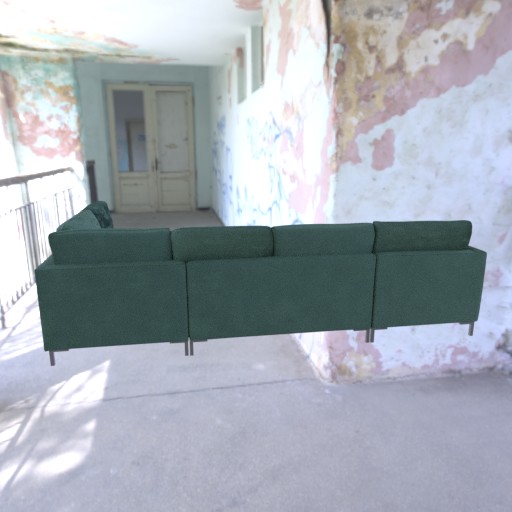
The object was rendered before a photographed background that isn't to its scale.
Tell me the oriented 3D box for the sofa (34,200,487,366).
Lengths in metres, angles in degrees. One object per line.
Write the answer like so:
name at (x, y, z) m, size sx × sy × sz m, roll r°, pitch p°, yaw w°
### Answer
sofa at (0.000, 0.000, 4.294) m, size 3.434 × 0.992 × 2.055 m, roll -2°, pitch 15°, yaw -9°
